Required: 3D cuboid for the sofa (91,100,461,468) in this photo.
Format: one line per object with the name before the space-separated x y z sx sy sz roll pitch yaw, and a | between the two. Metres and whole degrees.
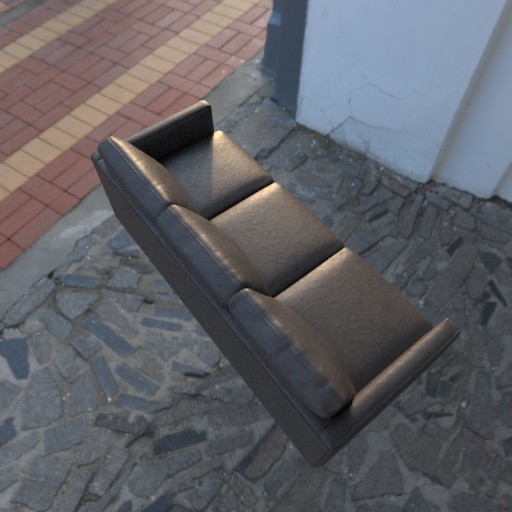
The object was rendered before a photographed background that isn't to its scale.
sofa | 0.000 0.000 2.999 1.045 1.006 2.464 -34 63 -20
